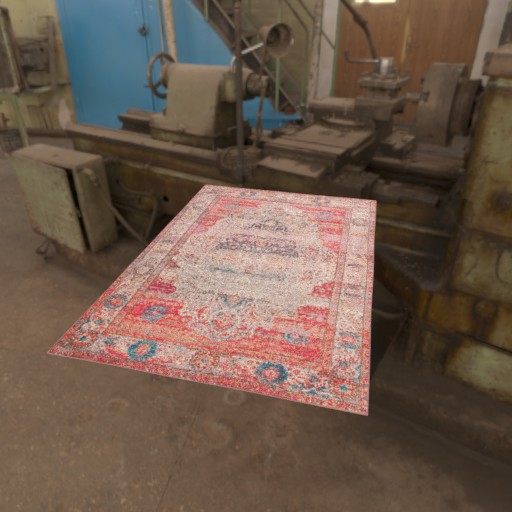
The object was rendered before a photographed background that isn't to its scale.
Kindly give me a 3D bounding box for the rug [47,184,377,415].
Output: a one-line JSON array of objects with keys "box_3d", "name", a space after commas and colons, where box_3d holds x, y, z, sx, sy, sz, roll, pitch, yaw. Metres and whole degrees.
[{"box_3d": [0.000, 0.000, 2.353, 1.219, 0.006, 1.829, 7, 31, 12], "name": "rug"}]
